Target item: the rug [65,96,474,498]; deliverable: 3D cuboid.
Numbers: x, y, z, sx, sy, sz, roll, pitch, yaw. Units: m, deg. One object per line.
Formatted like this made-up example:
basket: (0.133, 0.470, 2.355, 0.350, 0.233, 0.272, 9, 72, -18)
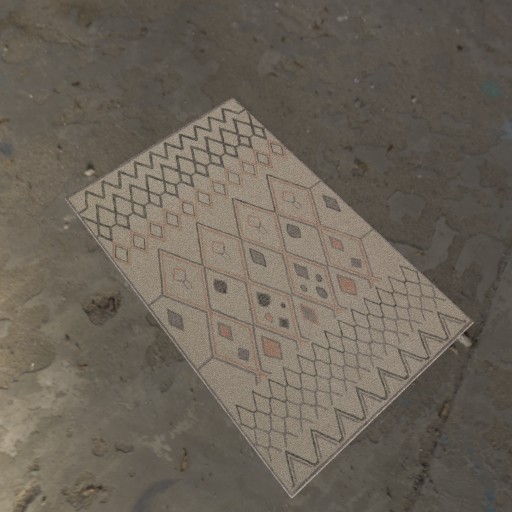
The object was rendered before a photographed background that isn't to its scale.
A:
rug: (0.000, 0.000, 2.963, 1.524, 0.015, 2.438, -37, 70, -16)
